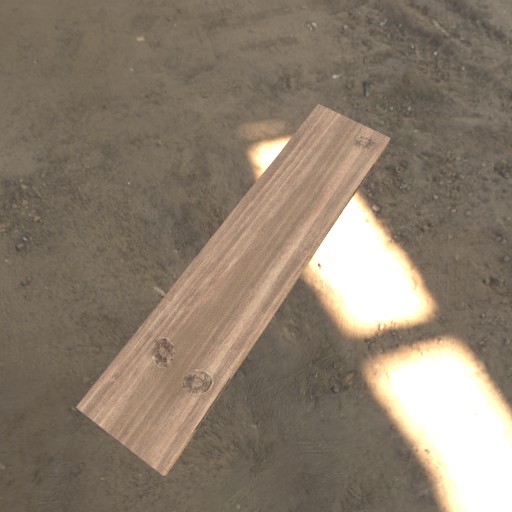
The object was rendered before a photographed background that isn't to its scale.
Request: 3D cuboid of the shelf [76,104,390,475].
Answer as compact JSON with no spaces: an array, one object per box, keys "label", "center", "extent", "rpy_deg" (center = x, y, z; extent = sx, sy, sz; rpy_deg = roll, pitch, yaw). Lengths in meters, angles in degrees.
[{"label":"shelf","center":[0.000,0.000,0.659],"extent":[0.140,0.020,0.610],"rpy_deg":[31,68,14]}]
